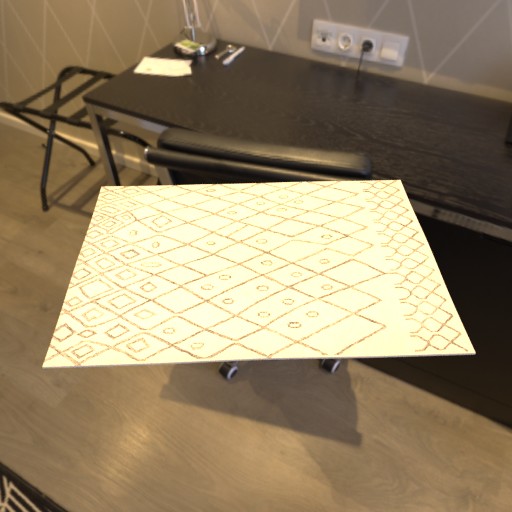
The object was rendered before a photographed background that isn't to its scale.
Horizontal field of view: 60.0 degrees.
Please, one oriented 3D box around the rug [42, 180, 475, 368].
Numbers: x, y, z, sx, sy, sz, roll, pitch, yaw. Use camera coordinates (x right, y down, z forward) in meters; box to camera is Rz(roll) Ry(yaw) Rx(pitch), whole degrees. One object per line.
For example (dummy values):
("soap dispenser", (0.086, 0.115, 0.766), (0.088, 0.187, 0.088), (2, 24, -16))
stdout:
("rug", (0.000, 0.000, 2.286), (1.828, 0.015, 1.222), (-2, 46, -1))
